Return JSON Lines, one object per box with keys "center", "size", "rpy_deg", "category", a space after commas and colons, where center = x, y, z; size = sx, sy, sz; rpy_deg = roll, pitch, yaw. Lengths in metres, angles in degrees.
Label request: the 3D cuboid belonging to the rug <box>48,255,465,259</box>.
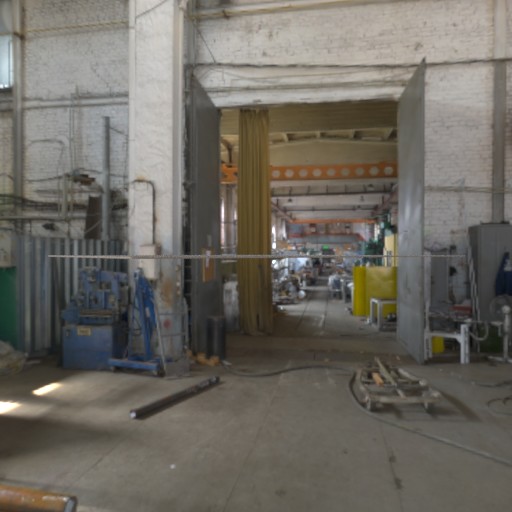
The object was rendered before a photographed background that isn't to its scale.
{"center": [0.000, 0.000, 2.916], "size": [2.235, 0.008, 1.600], "rpy_deg": [0, 0, -35], "category": "rug"}
